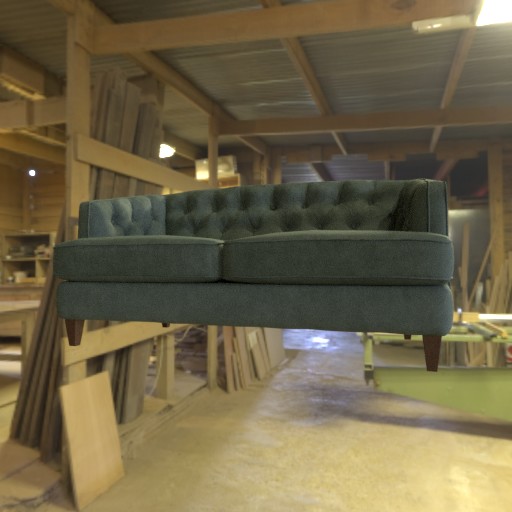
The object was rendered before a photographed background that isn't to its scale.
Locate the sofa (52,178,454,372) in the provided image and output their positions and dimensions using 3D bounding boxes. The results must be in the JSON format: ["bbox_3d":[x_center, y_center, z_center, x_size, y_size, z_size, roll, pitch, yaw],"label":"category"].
[{"bbox_3d":[0.000,0.000,2.197,1.733,0.855,0.941,0,-1,19],"label":"sofa"}]
